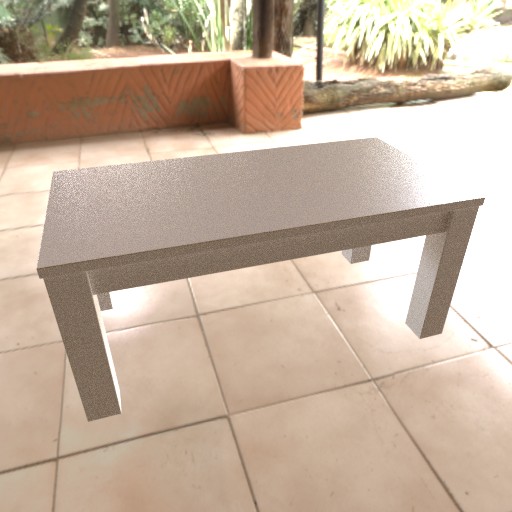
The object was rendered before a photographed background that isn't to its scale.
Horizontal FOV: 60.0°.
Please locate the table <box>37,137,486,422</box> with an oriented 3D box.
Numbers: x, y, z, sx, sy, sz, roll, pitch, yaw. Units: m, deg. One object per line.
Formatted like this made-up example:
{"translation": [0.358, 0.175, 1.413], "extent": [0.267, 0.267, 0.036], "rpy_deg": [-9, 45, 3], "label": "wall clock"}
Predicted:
{"translation": [0.000, 0.000, 2.254], "extent": [1.800, 0.790, 0.900], "rpy_deg": [-10, 34, -15], "label": "table"}
